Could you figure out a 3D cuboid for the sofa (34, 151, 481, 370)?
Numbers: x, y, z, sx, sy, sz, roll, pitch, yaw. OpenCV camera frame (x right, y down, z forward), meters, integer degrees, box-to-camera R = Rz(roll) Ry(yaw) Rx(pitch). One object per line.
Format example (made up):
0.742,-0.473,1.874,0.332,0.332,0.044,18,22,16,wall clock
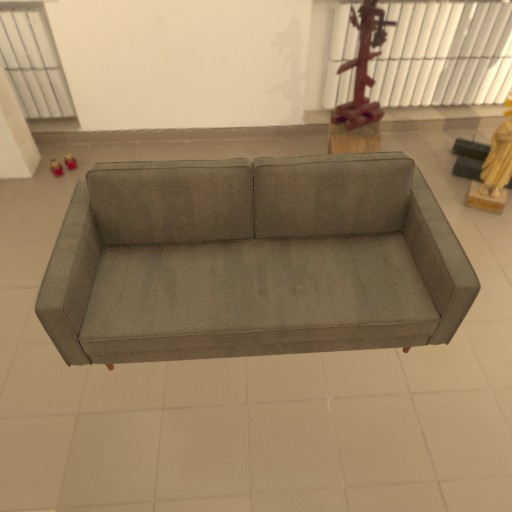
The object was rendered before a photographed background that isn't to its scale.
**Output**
0.000,0.000,2.309,1.920,0.825,0.924,-3,47,-3,sofa
